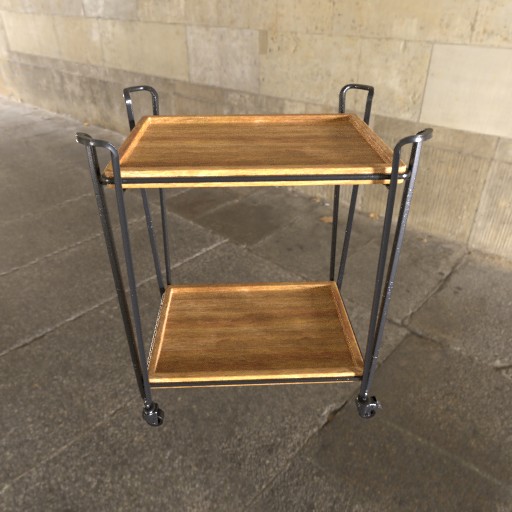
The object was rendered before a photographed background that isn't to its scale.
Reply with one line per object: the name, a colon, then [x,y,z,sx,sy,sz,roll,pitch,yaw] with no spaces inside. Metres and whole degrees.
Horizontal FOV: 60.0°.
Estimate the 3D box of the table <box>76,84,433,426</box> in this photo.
table: [0.000,0.000,1.191,0.672,0.785,0.505,-1,31,-2]
